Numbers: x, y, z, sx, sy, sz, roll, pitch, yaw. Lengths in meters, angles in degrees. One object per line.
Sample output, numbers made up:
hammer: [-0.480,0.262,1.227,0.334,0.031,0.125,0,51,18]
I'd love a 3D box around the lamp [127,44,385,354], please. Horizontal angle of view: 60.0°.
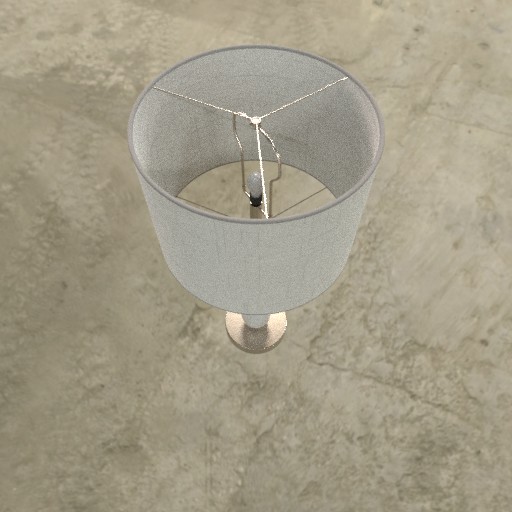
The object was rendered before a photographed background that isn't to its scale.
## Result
lamp: [0.000,0.000,0.720,0.280,0.559,0.282,-30,63,-18]
